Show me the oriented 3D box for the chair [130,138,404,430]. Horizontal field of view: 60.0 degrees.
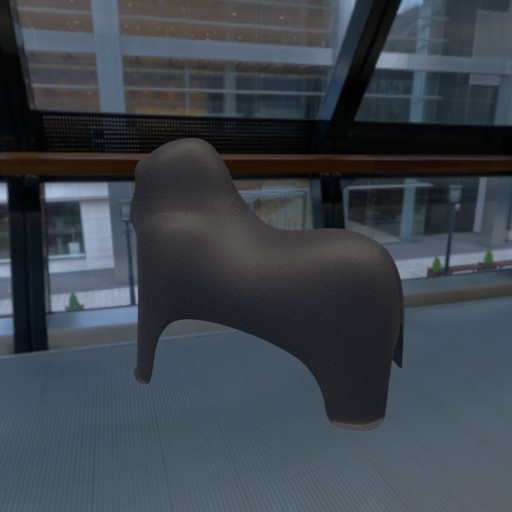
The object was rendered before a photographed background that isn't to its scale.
[{"bbox_3d":[0.000,0.000,1.167,0.758,0.600,0.490,7,17,25],"label":"chair"}]
